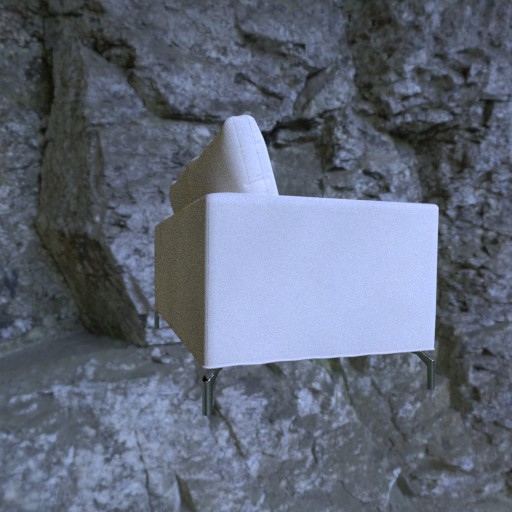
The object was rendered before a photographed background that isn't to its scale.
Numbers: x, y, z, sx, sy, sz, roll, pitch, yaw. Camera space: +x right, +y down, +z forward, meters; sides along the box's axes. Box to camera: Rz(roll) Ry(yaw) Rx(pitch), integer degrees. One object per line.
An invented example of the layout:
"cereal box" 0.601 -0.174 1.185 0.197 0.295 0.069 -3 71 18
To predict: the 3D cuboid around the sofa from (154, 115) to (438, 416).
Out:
"sofa" 0.000 0.000 2.335 0.906 0.995 1.739 0 0 -18
